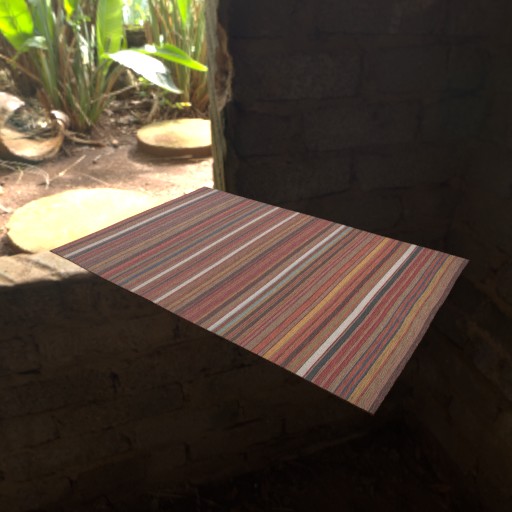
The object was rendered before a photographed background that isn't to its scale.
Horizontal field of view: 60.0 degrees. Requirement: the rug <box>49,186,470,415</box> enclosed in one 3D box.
[{"bbox_3d":[0.000,0.000,2.302,1.828,0.007,1.217,20,35,31],"label":"rug"}]
